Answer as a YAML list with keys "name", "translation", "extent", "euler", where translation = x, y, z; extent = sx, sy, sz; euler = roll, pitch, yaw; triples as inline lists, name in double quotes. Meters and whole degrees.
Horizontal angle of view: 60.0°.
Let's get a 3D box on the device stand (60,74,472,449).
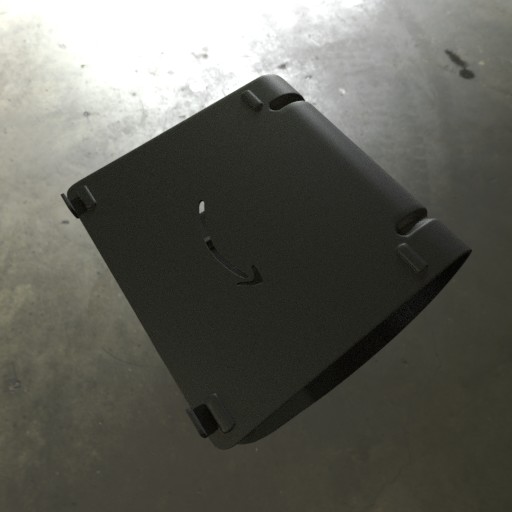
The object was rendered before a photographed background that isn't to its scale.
- name: "device stand"
  translation: [0.000, 0.000, 0.397]
  extent: [0.236, 0.155, 0.256]
  euler: [-30, 63, -17]
